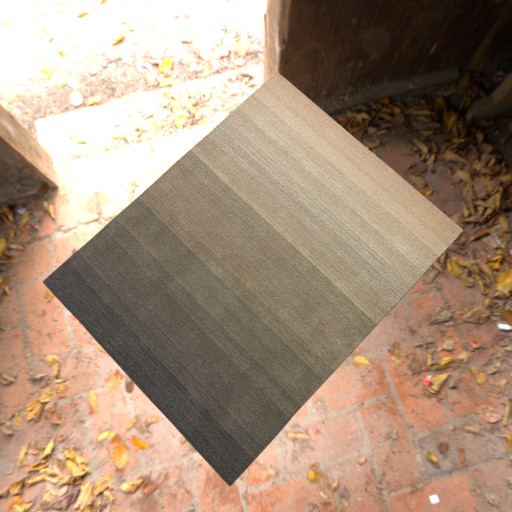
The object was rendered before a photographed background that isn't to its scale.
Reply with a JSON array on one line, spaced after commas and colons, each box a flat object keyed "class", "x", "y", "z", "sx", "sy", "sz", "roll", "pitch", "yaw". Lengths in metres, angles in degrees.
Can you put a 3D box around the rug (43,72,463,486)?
[{"class": "rug", "x": 0.000, "y": 0.000, "z": 3.892, "sx": 2.315, "sy": 0.015, "sz": 2.932, "roll": 44, "pitch": 80, "yaw": 10}]
